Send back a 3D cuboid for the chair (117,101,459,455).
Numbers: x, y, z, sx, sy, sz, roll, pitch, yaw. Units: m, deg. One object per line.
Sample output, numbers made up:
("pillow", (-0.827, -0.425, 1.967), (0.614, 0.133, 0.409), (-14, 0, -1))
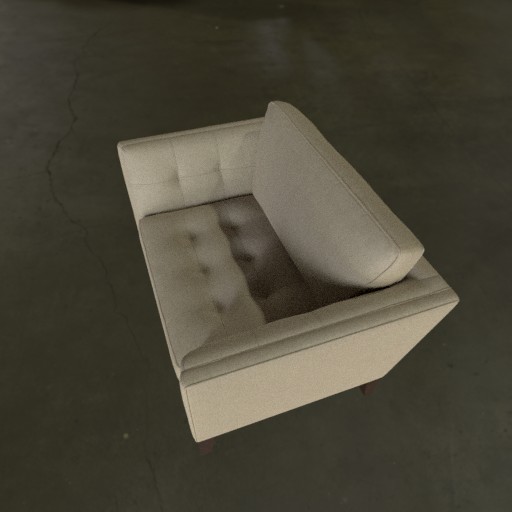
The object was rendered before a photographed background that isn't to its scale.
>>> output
("chair", (0.000, 0.000, 2.039), (0.965, 0.940, 1.397), (-15, 47, -14))
